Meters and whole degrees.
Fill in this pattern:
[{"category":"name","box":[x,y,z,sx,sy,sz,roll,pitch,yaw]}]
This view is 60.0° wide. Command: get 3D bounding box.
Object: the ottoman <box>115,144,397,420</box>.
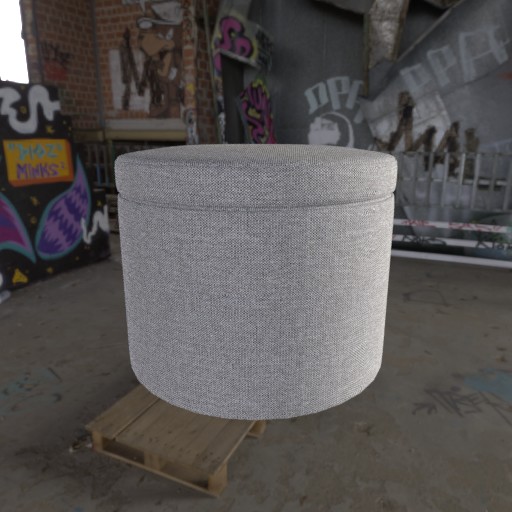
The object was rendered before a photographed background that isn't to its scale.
[{"category":"ottoman","box":[0.000,0.000,0.862,0.500,0.419,0.500,0,15,0]}]
